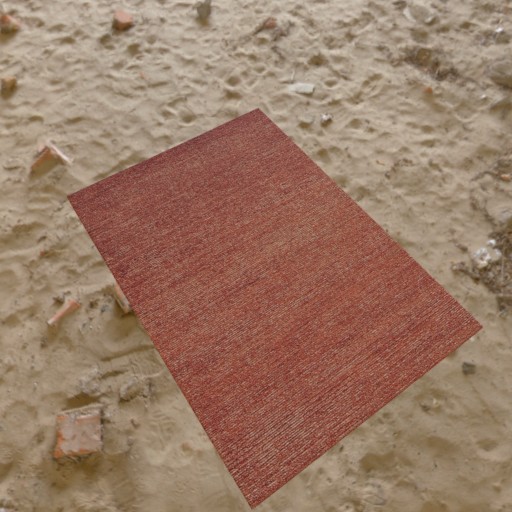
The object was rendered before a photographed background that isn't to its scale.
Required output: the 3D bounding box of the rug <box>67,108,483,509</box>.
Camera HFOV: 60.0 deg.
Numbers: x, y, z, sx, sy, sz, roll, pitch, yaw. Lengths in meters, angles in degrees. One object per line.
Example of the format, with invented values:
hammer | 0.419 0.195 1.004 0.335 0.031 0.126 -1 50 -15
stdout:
rug | 0.000 0.000 4.873 2.803 0.025 3.965 -30 63 -17
